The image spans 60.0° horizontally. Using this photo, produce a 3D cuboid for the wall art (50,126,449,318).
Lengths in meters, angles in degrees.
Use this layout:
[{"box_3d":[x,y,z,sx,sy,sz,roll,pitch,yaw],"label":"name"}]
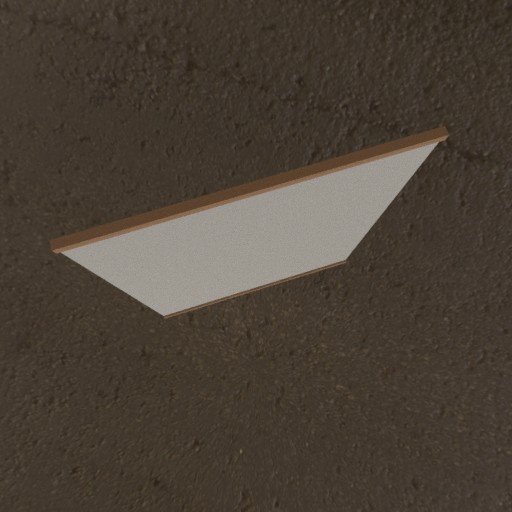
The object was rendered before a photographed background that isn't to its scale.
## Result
[{"box_3d":[0.000,0.000,0.784,0.459,0.608,0.012,-17,76,-4],"label":"wall art"}]
